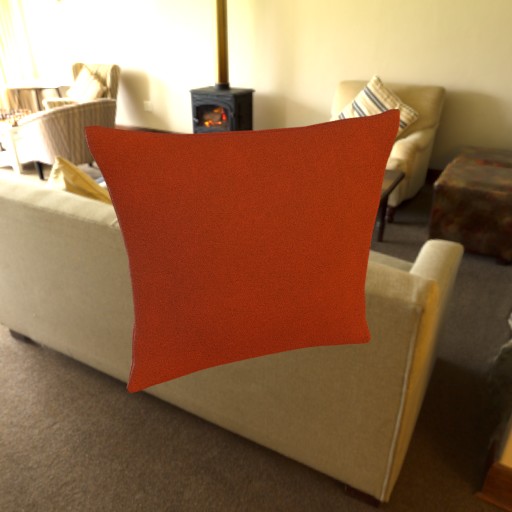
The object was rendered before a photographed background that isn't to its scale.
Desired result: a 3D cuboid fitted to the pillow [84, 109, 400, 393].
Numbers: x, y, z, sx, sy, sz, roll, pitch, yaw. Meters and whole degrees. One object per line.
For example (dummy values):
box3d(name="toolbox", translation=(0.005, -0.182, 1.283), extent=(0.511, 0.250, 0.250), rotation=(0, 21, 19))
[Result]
box3d(name="pillow", translation=(0.000, 0.000, 0.677), extent=(0.435, 0.416, 0.151), rotation=(-8, 29, -15))
